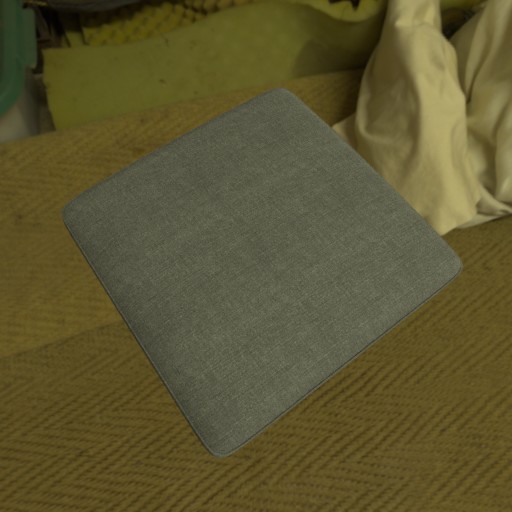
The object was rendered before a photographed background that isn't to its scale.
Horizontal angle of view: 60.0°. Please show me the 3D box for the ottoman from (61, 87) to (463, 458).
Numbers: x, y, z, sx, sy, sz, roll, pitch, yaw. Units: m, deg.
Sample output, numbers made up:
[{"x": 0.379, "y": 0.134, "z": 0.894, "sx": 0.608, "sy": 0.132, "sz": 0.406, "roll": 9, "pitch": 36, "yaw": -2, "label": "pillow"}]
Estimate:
[{"x": 0.000, "y": 0.000, "z": 1.727, "sx": 1.067, "sy": 0.559, "sz": 1.067, "roll": -34, "pitch": 69, "yaw": -14, "label": "ottoman"}]
